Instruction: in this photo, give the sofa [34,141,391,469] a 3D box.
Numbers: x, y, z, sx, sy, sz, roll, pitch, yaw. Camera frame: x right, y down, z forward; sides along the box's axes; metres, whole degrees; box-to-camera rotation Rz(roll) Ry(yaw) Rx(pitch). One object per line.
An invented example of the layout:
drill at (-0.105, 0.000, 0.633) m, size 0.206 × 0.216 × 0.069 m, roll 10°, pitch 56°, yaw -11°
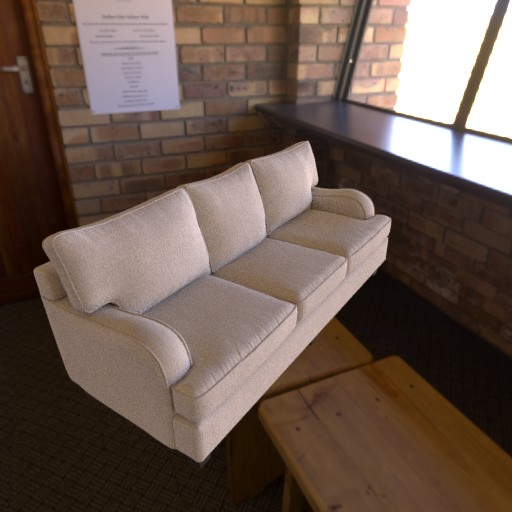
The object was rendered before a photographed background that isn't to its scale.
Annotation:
sofa at (0.000, 0.000, 2.805) m, size 1.016 × 0.991 × 2.323 m, roll 17°, pitch 32°, yaw 30°
